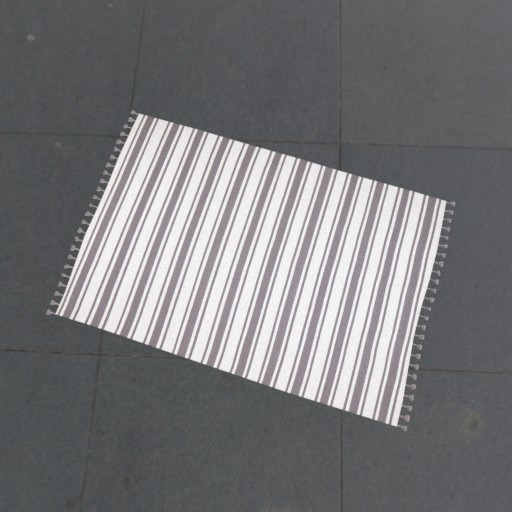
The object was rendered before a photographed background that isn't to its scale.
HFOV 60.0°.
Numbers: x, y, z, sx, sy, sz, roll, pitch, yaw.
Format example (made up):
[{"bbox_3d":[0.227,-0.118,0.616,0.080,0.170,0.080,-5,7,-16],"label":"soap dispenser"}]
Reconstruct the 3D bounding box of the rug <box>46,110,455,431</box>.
[{"bbox_3d":[0.000,0.000,2.977,2.425,0.014,1.563,17,76,4],"label":"rug"}]
